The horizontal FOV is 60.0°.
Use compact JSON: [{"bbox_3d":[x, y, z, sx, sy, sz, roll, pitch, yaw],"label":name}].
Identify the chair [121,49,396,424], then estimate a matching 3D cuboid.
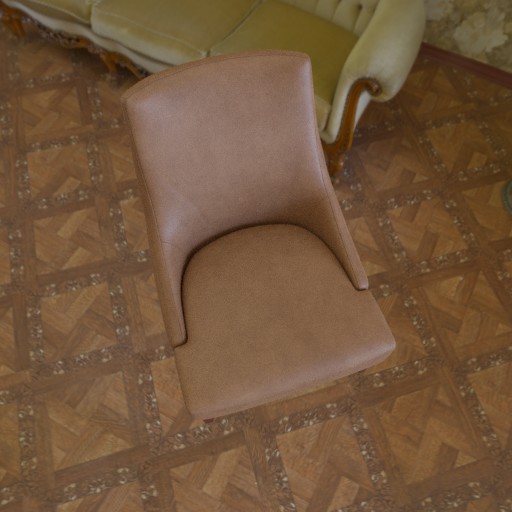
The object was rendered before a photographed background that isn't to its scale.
[{"bbox_3d":[0.000,0.000,1.466,0.701,0.909,0.861,-16,64,-8],"label":"chair"}]
